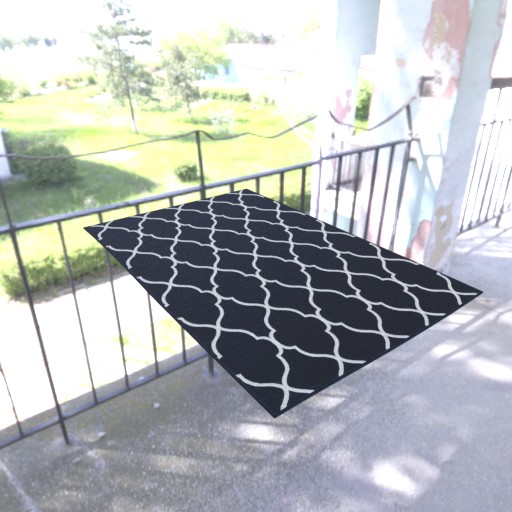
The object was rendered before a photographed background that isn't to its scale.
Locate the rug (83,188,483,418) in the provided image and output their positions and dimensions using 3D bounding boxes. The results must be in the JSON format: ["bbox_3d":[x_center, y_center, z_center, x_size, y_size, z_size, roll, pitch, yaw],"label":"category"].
[{"bbox_3d":[0.000,0.000,2.905,1.526,0.014,2.290,-19,33,-32],"label":"rug"}]
